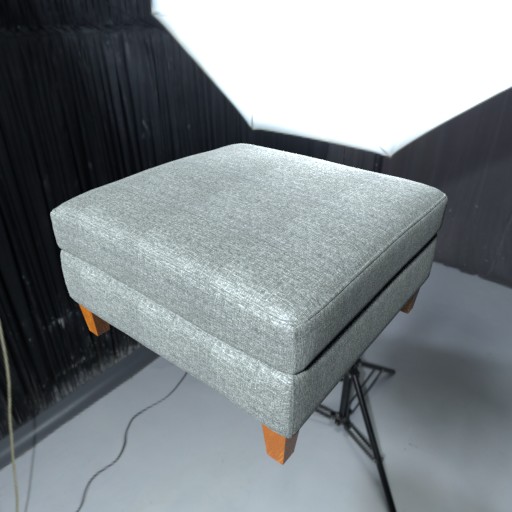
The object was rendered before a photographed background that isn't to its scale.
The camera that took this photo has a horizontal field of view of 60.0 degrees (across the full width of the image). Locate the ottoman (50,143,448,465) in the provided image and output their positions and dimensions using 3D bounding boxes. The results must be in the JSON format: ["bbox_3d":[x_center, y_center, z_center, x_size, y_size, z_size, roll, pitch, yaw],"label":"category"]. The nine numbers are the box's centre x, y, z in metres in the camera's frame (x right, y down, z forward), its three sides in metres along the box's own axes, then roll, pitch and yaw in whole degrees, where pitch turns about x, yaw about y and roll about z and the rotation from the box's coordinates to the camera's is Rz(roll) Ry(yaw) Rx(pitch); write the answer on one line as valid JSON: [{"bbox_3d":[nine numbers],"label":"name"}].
[{"bbox_3d":[0.000,0.000,1.351,0.838,0.481,0.838,22,37,33],"label":"ottoman"}]
